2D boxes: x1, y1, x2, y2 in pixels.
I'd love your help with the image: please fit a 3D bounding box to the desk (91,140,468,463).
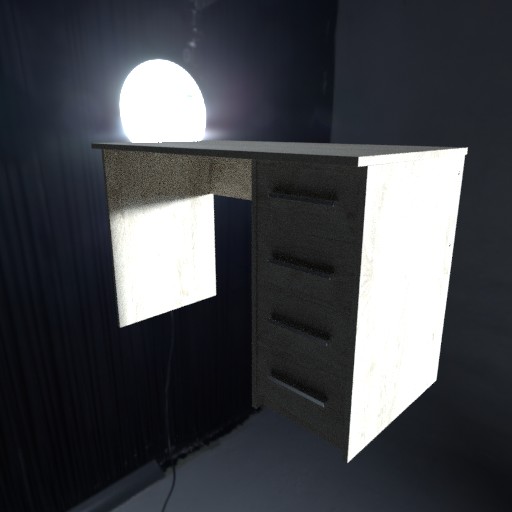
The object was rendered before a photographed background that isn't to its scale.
[{"bbox_3d":[0.000,0.000,1.504,1.096,0.730,0.560,15,22,42],"label":"desk"}]
